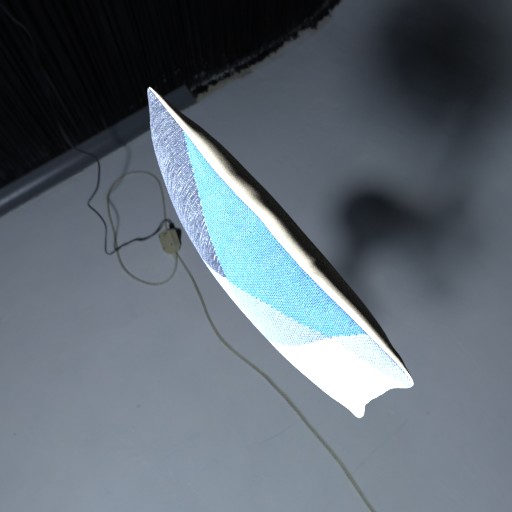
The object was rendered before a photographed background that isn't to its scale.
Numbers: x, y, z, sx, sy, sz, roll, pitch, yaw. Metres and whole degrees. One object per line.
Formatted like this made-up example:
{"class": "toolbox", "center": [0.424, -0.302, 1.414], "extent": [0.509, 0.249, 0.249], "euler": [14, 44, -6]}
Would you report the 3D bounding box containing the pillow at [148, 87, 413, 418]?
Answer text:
{"class": "pillow", "center": [0.000, 0.000, 0.748], "extent": [0.148, 0.307, 0.604], "euler": [-34, 68, -16]}
